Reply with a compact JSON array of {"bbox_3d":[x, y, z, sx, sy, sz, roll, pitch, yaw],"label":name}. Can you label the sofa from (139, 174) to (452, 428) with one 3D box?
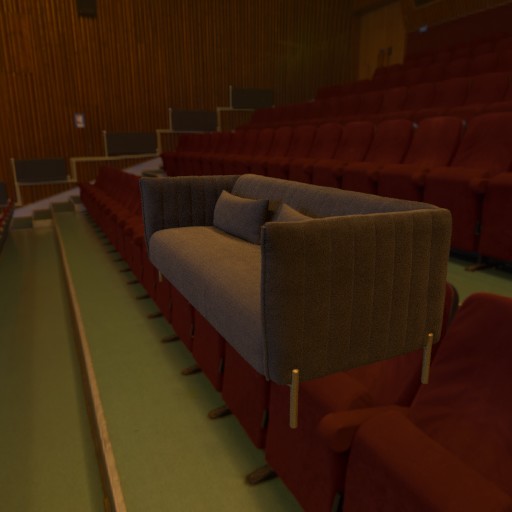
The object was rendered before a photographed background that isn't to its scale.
[{"bbox_3d":[0.000,0.000,2.521,0.876,0.780,1.980,-7,17,-25],"label":"sofa"}]
